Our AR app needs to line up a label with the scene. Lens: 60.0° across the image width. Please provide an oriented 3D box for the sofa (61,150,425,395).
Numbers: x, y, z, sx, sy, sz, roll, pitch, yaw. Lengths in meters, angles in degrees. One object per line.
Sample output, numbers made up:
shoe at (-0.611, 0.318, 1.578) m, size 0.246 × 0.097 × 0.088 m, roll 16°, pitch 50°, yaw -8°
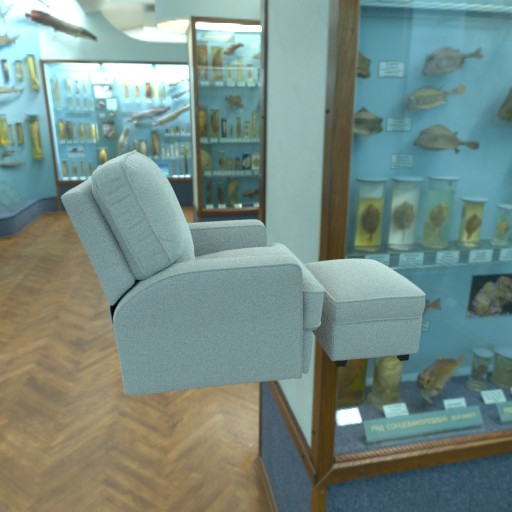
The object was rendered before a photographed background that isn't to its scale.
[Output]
sofa at (0.000, 0.000, 2.069) m, size 1.472 × 0.959 × 0.861 m, roll -3°, pitch 17°, yaw -10°
